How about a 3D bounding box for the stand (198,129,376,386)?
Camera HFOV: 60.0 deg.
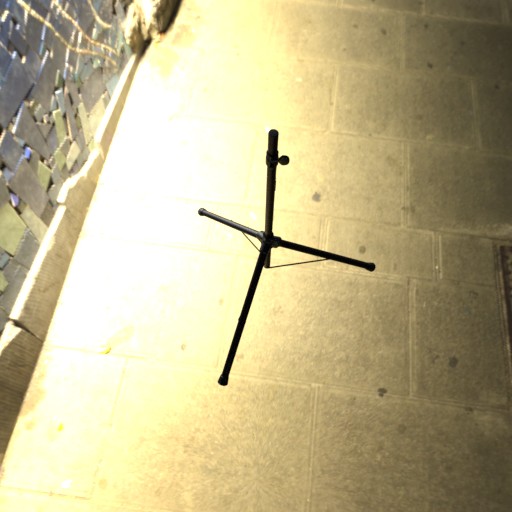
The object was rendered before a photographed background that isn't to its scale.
[{"bbox_3d":[0.000,0.000,1.826,1.045,1.136,0.907,20,65,10],"label":"stand"}]
